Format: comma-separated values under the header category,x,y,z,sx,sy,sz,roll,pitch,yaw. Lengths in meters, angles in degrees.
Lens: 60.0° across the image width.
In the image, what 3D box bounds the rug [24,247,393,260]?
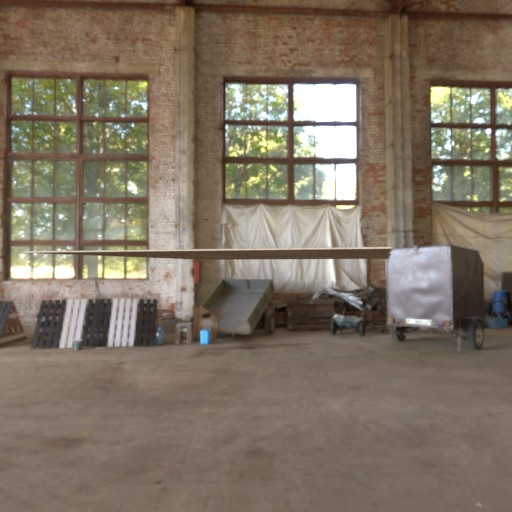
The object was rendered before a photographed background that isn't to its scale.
category,x,y,z,sx,sy,sz,roll,pitch,yaw
rug,0.000,0.000,4.057,2.363,0.012,2.980,0,-1,16
